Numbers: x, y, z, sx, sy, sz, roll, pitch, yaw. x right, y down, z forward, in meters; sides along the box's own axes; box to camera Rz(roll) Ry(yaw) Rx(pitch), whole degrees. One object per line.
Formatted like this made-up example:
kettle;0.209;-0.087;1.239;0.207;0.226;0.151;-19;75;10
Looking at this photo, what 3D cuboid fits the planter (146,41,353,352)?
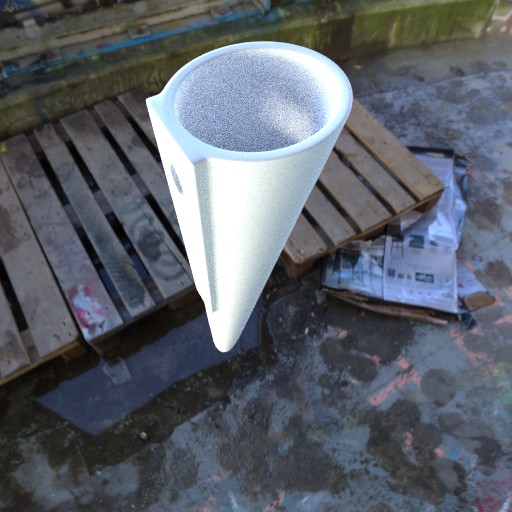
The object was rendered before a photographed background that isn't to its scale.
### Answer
planter;0.000;0.000;0.224;0.064;0.193;0.057;-26;62;-16
